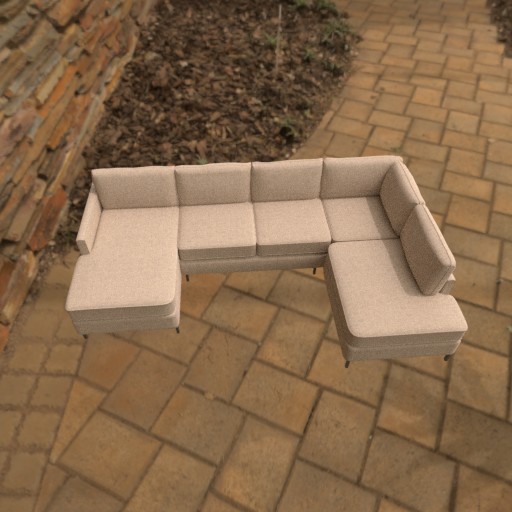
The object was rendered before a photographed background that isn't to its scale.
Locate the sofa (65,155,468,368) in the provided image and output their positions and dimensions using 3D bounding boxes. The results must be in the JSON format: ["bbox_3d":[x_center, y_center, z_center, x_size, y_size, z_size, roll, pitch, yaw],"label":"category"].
[{"bbox_3d":[0.000,0.000,4.301,3.423,0.996,2.021,-3,47,-3],"label":"sofa"}]
